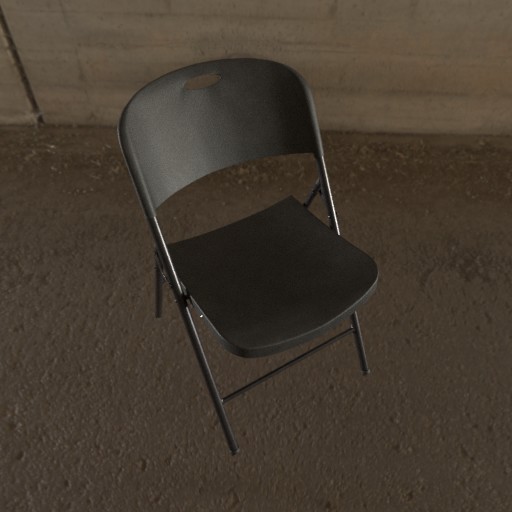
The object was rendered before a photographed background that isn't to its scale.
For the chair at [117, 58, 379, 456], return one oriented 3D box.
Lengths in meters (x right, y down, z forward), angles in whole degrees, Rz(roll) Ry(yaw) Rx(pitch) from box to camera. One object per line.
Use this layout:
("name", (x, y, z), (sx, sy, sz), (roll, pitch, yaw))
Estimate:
("chair", (0.000, 0.000, 1.161), (0.494, 0.810, 0.566), (-23, 50, -21))
